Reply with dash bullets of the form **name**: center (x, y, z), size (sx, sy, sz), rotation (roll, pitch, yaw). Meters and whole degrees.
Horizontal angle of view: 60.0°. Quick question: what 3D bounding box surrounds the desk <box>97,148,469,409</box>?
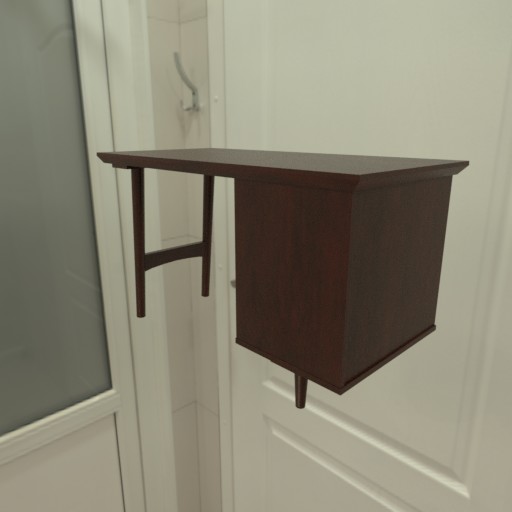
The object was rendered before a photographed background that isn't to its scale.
- **desk**: center (0.000, 0.000, 1.718), size (0.612, 0.758, 1.277), rotation (-15, 22, -42)
